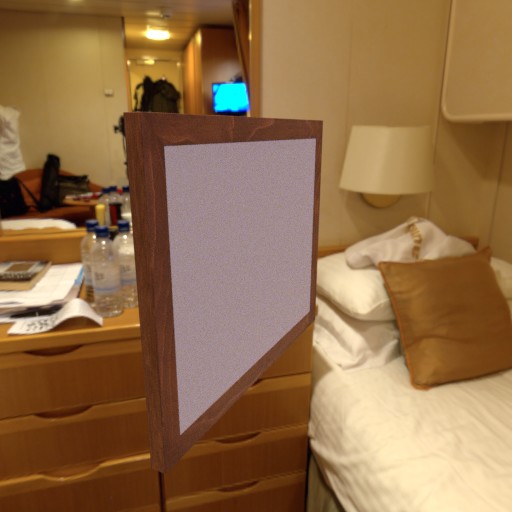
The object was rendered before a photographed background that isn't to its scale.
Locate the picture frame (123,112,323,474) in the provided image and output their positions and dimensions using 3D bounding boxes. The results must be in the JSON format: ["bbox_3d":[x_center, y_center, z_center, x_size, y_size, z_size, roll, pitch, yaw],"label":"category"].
[{"bbox_3d":[0.000,0.000,0.768,0.025,0.457,0.559,8,18,27],"label":"picture frame"}]
